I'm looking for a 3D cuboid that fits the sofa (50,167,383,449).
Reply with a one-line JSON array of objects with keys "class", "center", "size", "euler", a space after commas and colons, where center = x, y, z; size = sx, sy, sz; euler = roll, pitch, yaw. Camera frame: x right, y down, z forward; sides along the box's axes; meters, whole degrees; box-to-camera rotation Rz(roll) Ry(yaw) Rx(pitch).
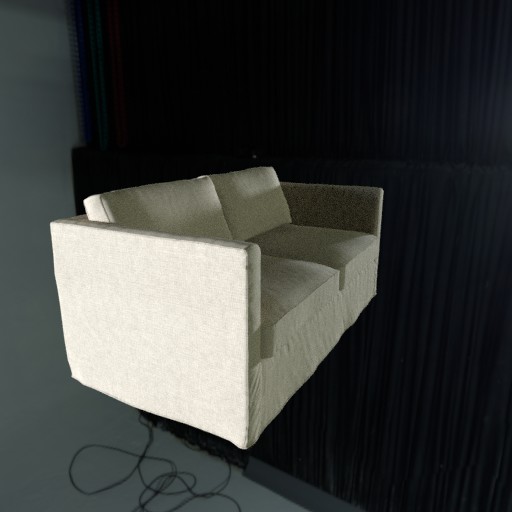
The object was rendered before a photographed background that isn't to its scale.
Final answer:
[{"class": "sofa", "center": [0.000, 0.000, 2.351], "size": [0.956, 0.828, 1.766], "euler": [8, 18, 28]}]
